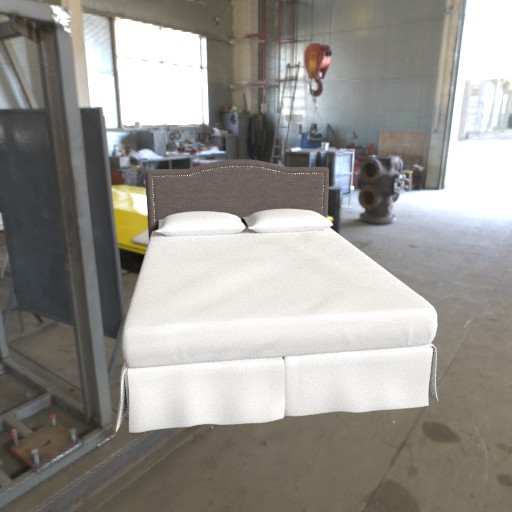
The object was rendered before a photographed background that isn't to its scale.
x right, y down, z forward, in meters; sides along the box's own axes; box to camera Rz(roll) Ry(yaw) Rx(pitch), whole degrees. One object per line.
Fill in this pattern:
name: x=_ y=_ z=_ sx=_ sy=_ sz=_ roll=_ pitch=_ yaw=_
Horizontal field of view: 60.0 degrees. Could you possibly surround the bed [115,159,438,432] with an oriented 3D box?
bed: x=0.000 y=0.000 z=3.923 sx=2.161 sy=1.457 sz=2.689 roll=-3 pitch=17 yaw=-8
